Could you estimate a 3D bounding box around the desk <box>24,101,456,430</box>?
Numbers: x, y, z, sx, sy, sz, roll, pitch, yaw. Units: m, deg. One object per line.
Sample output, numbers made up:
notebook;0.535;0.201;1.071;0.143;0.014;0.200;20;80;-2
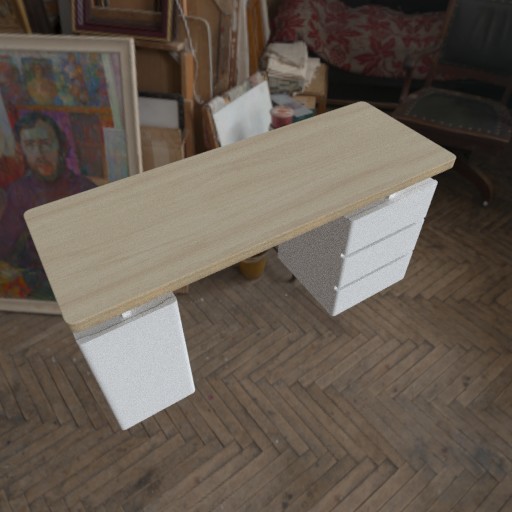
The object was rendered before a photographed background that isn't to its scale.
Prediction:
desk;0.000;0.000;1.863;1.500;0.755;0.550;-24;50;-22
